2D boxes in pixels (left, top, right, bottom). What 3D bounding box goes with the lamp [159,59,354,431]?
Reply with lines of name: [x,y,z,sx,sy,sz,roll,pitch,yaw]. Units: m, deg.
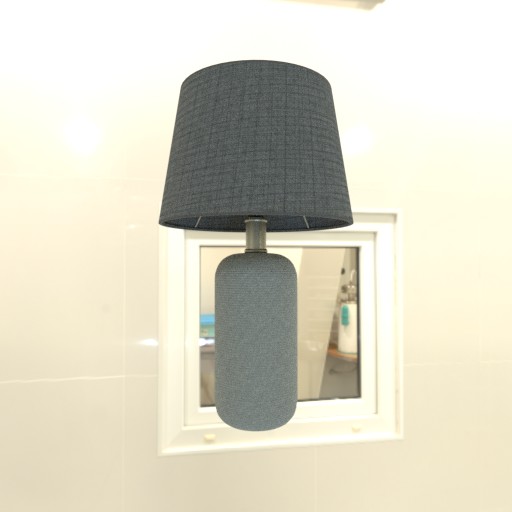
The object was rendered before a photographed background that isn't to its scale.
lamp: [0.000,0.000,0.583,0.251,0.429,0.251,0,-1,0]
